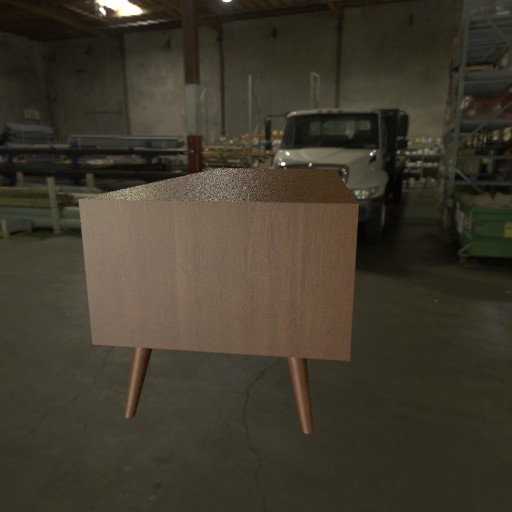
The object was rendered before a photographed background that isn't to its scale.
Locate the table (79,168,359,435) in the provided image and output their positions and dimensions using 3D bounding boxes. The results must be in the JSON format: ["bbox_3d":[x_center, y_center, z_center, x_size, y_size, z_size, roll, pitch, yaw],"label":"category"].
[{"bbox_3d":[0.000,0.000,1.337,0.490,0.464,1.119,2,14,8],"label":"table"}]
